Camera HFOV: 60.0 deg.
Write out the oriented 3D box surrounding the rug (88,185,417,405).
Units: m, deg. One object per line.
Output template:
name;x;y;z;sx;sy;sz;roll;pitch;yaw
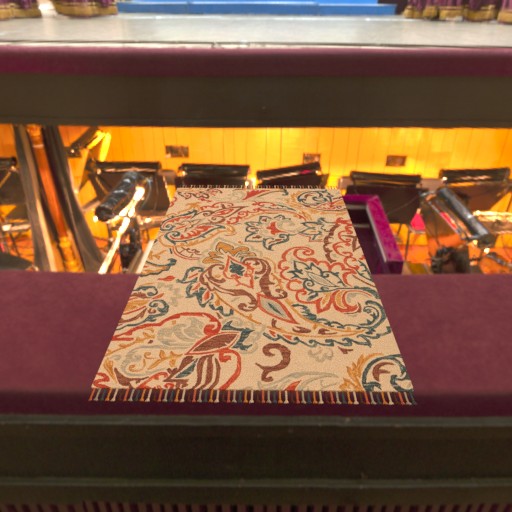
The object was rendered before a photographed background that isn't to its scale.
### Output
rug;0.000;0.000;3.125;1.523;0.010;2.584;0;31;1
